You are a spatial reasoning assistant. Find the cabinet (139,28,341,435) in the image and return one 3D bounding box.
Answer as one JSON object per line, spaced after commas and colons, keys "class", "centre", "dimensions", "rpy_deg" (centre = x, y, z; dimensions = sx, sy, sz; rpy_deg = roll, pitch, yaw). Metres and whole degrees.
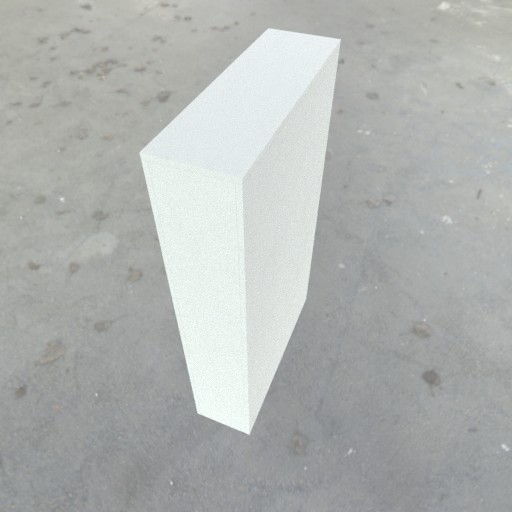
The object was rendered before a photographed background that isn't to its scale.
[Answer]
{"class": "cabinet", "centre": [0.000, 0.000, 1.604], "dimensions": [0.250, 1.280, 0.750], "rpy_deg": [17, 49, 15]}
